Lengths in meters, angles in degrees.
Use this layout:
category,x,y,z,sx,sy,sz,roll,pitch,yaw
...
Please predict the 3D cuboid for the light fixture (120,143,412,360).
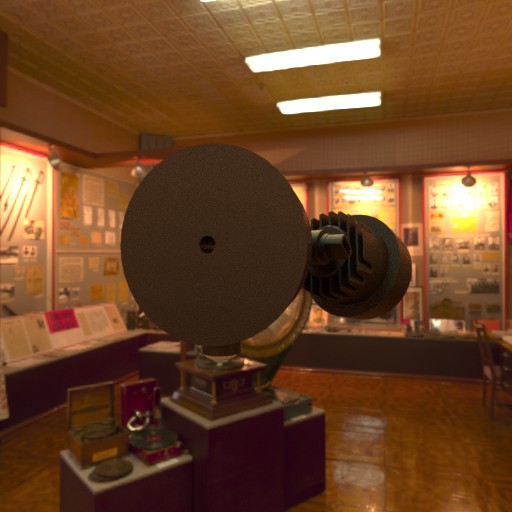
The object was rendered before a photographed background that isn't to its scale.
category,x,y,z,sx,sy,sz,roll,pitch,yaw
light fixture,0.000,0.000,0.316,0.213,0.120,0.168,0,0,18
